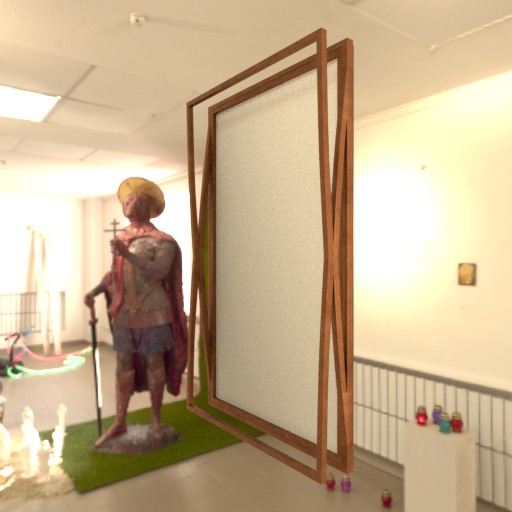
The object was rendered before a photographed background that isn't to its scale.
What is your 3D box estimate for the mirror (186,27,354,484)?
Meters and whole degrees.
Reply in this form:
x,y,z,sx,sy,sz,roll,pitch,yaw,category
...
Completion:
x,y,z,sx,sy,sz,roll,pitch,yaw,category
0.000,0.000,0.950,0.082,0.768,0.468,0,0,-38,mirror
